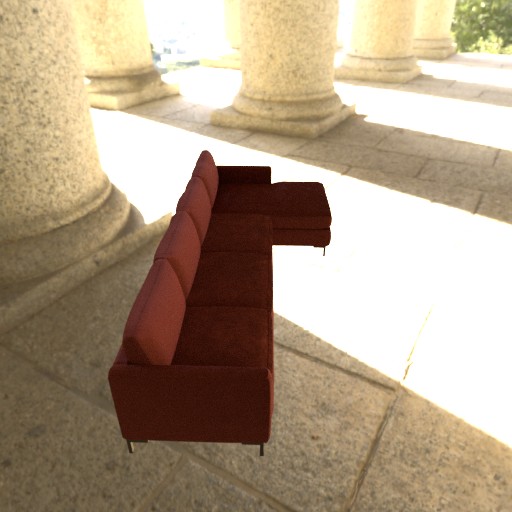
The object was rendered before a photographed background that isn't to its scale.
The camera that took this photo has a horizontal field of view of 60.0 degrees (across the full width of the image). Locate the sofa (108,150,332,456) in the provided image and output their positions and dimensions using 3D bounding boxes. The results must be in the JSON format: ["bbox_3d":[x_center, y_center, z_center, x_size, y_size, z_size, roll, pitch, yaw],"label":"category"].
[{"bbox_3d":[0.000,0.000,3.423,1.350,0.810,2.932,1,32,2],"label":"sofa"}]
